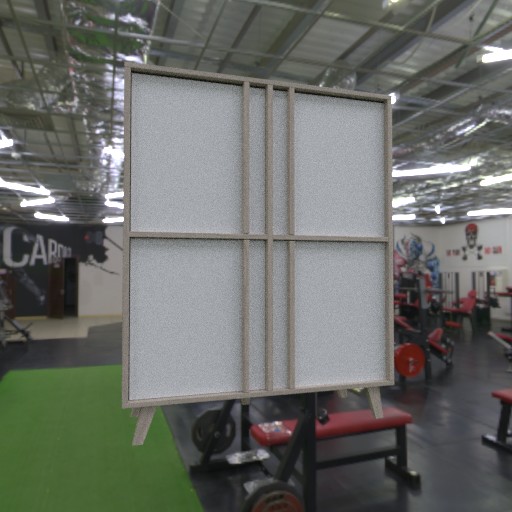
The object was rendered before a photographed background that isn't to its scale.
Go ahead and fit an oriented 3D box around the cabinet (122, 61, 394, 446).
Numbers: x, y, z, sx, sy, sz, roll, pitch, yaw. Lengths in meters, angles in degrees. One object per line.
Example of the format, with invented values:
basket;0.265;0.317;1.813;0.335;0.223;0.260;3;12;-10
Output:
cabinet;0.000;0.000;1.932;1.111;1.388;0.398;0;-2;-17
